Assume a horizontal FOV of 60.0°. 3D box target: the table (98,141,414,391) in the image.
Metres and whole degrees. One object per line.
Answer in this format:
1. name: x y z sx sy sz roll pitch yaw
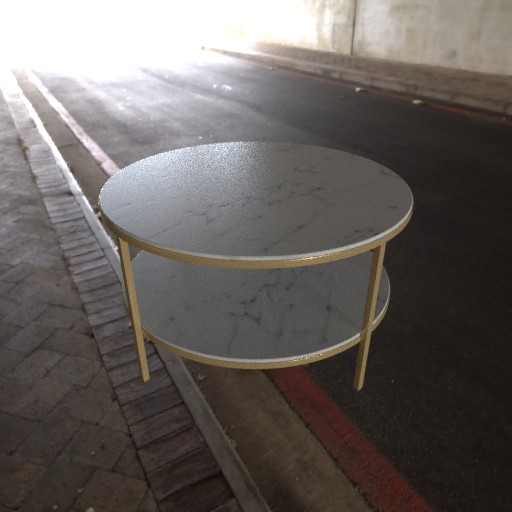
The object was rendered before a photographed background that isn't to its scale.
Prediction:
1. table: 0.000 0.000 1.285 0.800 0.450 0.800 0 30 0
